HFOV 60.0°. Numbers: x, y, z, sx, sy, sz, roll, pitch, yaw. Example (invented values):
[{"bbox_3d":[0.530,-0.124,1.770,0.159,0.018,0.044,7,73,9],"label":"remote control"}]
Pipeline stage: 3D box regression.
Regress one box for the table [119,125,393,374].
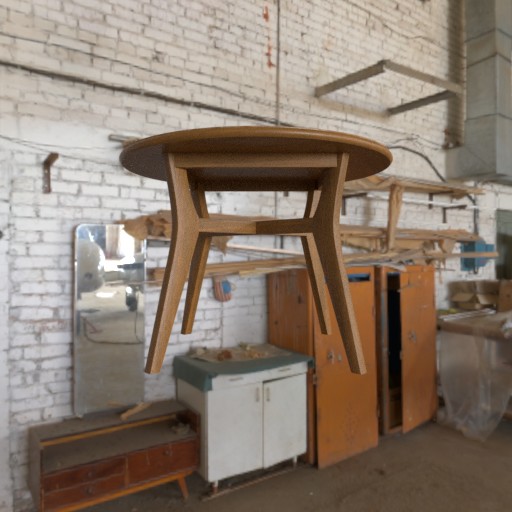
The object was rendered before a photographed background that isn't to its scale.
[{"bbox_3d":[0.000,0.000,1.791,1.055,0.757,1.055,0,1,0],"label":"table"}]
